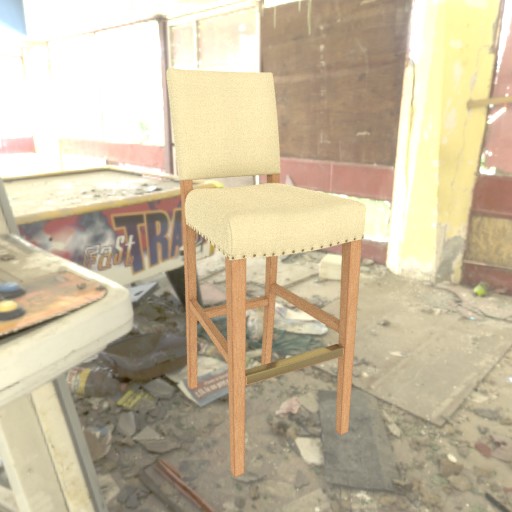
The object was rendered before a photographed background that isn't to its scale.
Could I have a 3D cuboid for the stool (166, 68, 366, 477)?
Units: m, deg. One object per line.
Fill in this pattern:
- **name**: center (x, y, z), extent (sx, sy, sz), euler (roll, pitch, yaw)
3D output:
- **stool**: center (0.000, 0.000, 1.430), extent (0.428, 1.143, 0.546), euler (-9, 20, -26)
